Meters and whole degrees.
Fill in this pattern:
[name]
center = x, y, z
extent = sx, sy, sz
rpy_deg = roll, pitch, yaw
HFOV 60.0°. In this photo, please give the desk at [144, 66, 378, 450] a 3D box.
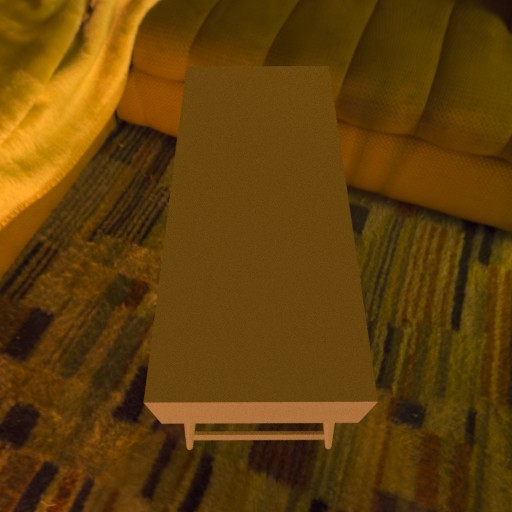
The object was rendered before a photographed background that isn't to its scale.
[desk]
center = 0.000, 0.000, 1.749
extent = 0.589, 0.762, 1.313
rpy_deg = 0, 58, 0
